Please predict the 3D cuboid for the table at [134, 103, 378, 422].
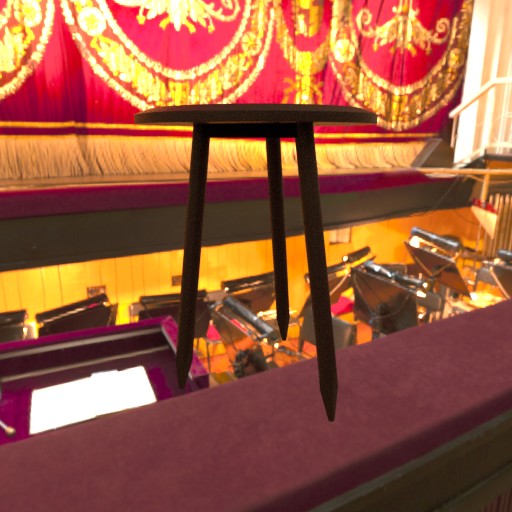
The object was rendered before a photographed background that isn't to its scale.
[{"bbox_3d":[0.000,0.000,0.935,0.457,0.585,0.457,0,15,0],"label":"table"}]
